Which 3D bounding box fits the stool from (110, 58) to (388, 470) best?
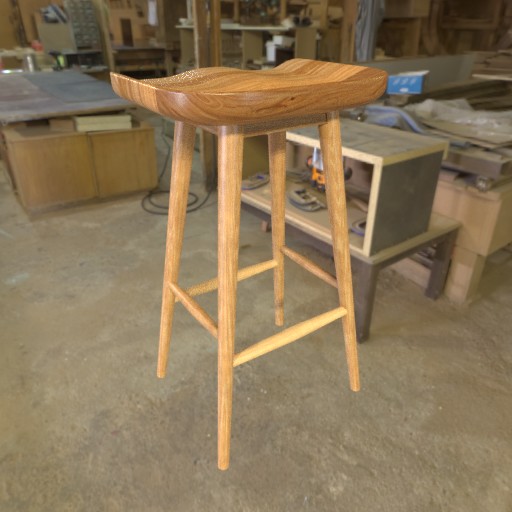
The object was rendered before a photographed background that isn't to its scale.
[{"bbox_3d":[0.000,0.000,0.903,0.407,0.698,0.322,-18,34,-29],"label":"stool"}]
